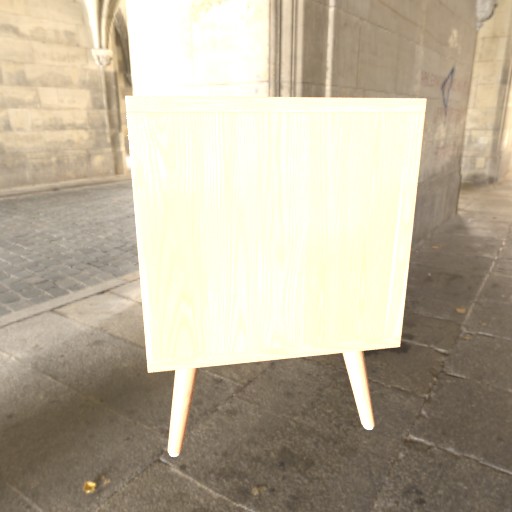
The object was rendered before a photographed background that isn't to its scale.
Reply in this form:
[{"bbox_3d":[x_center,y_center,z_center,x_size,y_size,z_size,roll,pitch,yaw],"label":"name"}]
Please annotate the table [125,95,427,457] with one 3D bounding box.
[{"bbox_3d":[0.000,0.000,0.840,0.400,0.550,0.400,-3,18,-11],"label":"table"}]
